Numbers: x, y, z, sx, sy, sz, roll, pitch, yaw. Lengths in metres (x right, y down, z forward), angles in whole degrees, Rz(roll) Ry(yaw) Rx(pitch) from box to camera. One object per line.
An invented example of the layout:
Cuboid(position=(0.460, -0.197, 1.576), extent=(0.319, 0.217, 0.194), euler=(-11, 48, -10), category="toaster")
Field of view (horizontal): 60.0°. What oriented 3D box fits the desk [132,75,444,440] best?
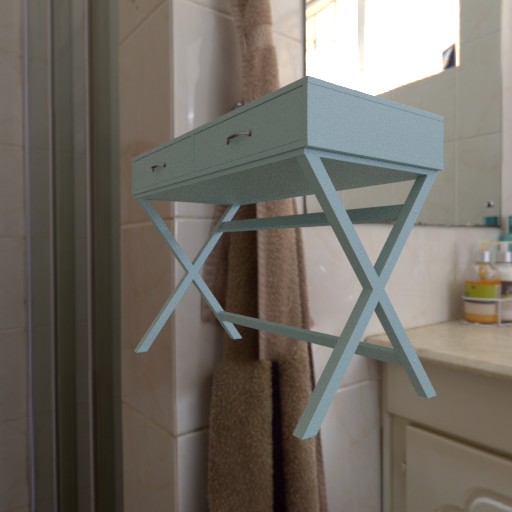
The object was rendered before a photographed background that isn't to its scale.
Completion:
Cuboid(position=(0.000, 0.000, 1.511), extent=(0.525, 0.780, 1.057), euler=(-1, 1, -35), category="desk")
